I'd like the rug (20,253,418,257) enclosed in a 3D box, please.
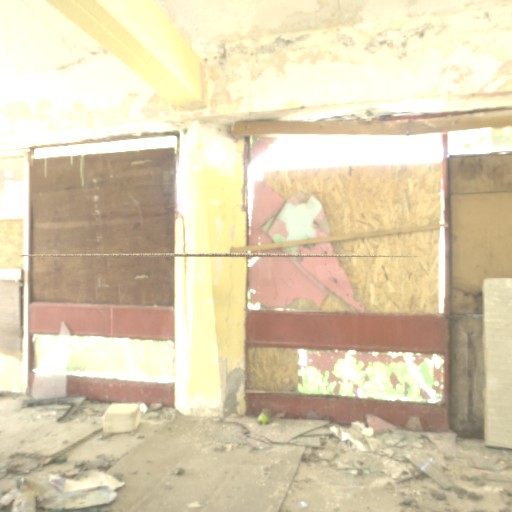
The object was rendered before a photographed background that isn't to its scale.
[{"bbox_3d":[0.000,0.000,3.078,1.549,0.010,2.464,0,0,35],"label":"rug"}]
